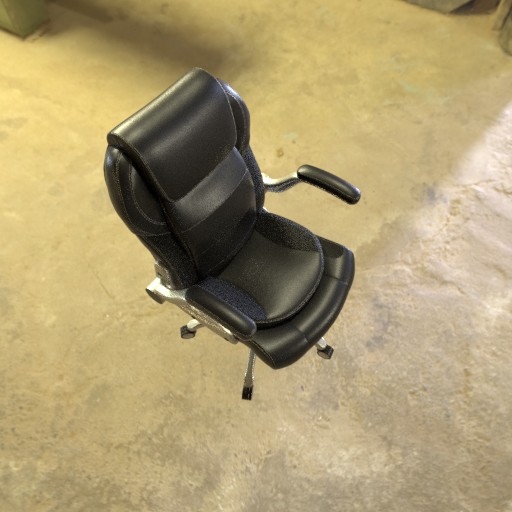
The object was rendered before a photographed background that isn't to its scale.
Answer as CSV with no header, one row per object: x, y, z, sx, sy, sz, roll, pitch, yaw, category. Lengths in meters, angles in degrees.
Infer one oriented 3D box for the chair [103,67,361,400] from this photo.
0.000,0.000,1.690,0.801,1.141,0.724,31,62,19,chair
